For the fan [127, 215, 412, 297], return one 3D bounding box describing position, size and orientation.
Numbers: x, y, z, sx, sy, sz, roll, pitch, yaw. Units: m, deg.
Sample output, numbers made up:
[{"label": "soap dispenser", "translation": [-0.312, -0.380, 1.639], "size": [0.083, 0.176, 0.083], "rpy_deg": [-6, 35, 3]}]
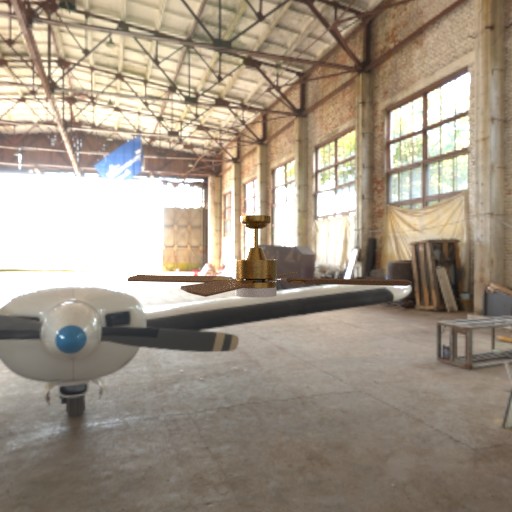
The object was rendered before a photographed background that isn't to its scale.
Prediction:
[{"label": "fan", "translation": [0.000, 0.000, 1.990], "size": [1.320, 0.355, 1.320], "rpy_deg": [0, 0, 18]}]
